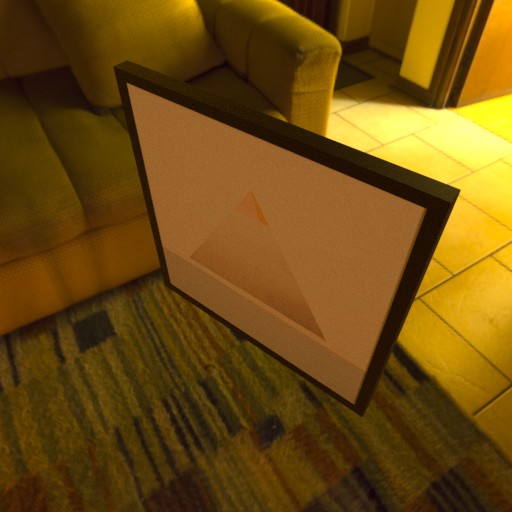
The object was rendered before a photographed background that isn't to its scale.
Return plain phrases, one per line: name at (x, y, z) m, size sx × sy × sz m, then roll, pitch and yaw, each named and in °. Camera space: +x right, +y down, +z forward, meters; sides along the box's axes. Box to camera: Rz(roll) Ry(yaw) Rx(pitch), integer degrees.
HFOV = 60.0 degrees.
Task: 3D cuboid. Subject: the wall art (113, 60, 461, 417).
wall art at (0.000, 0.000, 0.743) m, size 0.513 × 0.511 × 0.028 m, roll 29°, pitch 53°, yaw 25°
